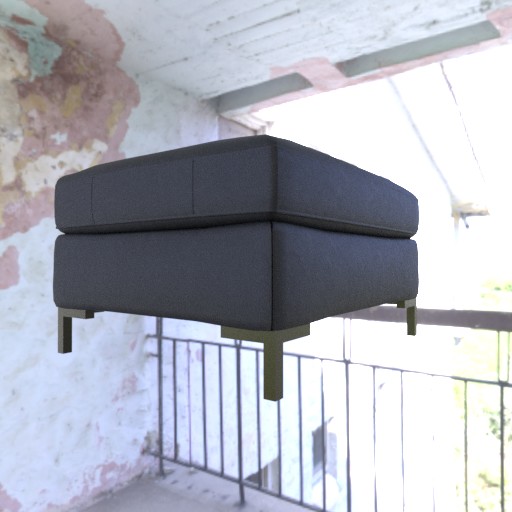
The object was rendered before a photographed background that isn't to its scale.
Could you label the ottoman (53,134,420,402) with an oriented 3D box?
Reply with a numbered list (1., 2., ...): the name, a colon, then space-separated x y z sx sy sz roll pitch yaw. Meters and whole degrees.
1. ottoman: 0.000 0.000 1.776 0.967 0.696 1.187 0 -1 36
